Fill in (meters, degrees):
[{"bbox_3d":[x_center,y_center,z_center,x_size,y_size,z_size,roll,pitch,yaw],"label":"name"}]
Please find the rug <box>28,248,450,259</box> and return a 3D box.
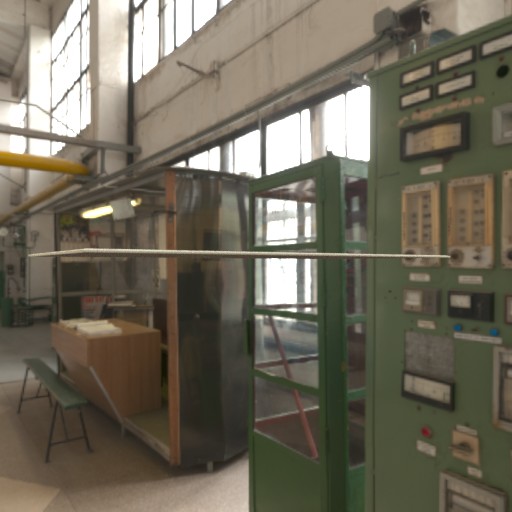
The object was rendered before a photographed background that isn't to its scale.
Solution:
[{"bbox_3d":[0.000,0.000,1.415,1.219,0.007,0.604,1,-1,-36],"label":"rug"}]
